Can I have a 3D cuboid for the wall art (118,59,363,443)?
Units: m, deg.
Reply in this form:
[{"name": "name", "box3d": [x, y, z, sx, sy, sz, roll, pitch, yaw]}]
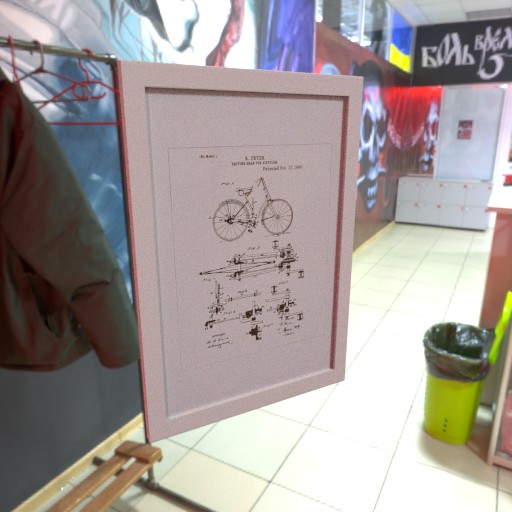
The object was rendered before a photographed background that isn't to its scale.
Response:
[{"name": "wall art", "box3d": [0.000, 0.000, 0.612, 0.332, 0.477, 0.015, -8, 18, -27]}]
